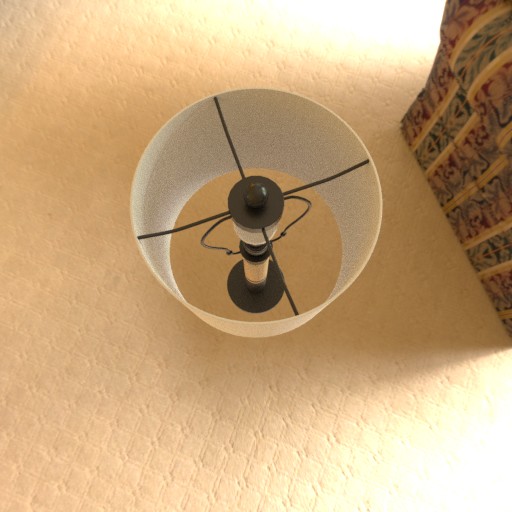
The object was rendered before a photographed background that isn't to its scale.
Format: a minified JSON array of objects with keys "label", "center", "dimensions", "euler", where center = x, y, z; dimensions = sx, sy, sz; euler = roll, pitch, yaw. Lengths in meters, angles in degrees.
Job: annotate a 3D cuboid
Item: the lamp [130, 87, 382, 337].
[{"label":"lamp","center":[0.000,0.000,0.822],"dimensions":[0.305,0.640,0.305],"euler":[27,78,6]}]
